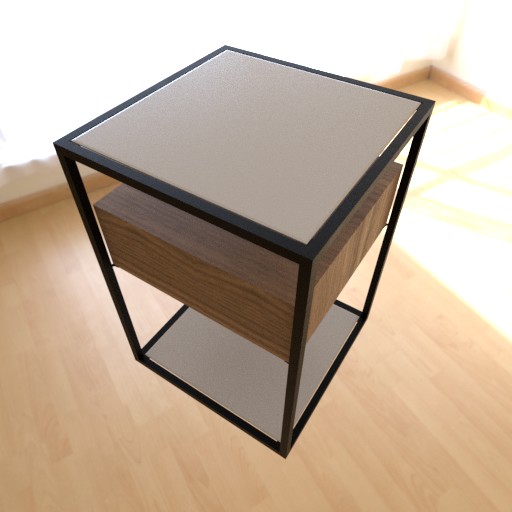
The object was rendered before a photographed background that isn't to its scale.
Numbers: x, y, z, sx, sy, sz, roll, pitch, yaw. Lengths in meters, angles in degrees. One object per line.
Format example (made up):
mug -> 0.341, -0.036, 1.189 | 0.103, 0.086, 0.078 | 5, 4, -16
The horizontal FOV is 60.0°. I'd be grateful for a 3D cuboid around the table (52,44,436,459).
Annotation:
table -> 0.000, 0.000, 0.802 | 0.378, 0.540, 0.378 | 25, 52, 22
